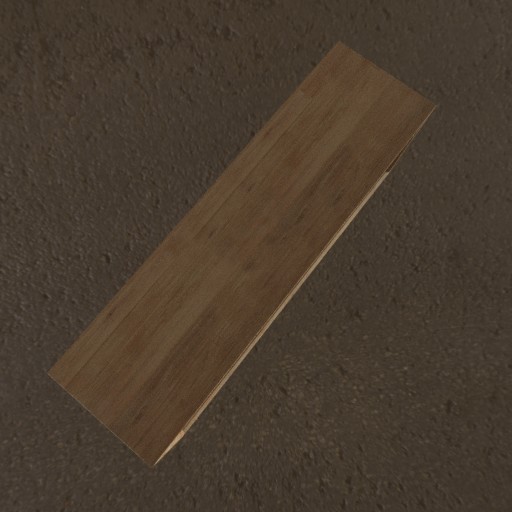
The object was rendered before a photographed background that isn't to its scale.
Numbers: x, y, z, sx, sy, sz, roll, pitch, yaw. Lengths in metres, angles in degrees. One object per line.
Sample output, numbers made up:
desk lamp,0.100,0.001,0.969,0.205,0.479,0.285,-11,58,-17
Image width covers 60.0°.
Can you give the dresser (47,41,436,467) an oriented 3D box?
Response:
dresser,0.000,0.000,1.931,0.455,0.788,1.602,38,79,8
